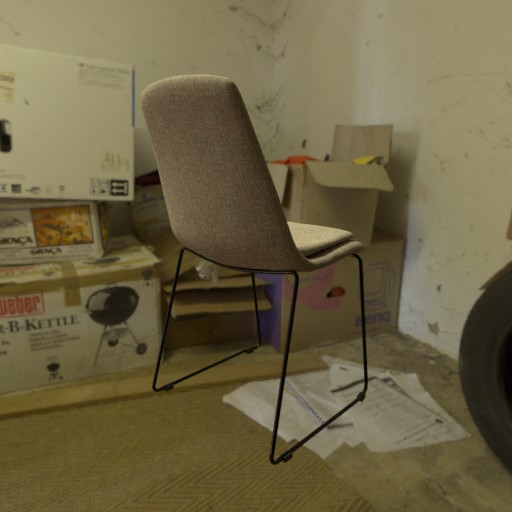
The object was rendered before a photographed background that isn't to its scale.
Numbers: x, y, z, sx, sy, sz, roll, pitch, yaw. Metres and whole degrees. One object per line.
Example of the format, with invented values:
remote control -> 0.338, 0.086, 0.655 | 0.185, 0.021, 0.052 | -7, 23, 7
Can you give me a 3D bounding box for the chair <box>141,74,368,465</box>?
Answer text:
chair -> 0.000, 0.000, 1.201 | 0.479, 0.858, 0.518 | 12, 18, 42
